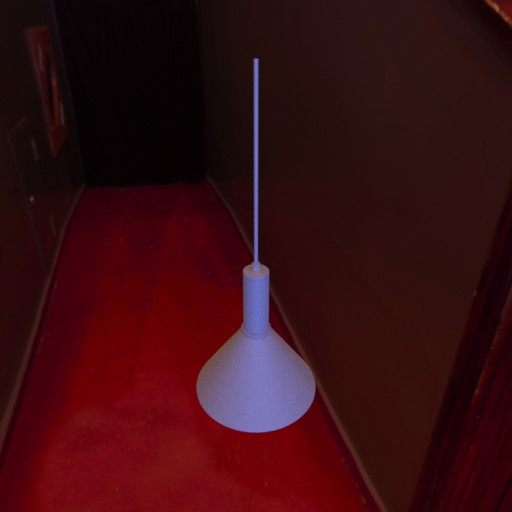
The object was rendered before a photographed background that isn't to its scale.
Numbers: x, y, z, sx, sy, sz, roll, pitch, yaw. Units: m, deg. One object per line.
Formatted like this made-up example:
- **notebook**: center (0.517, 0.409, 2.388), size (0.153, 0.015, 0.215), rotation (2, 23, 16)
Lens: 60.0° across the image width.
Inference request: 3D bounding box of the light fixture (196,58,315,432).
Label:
- **light fixture**: center (0.000, 0.000, 0.835), size (0.267, 0.683, 0.267), rotation (-8, 31, -13)
